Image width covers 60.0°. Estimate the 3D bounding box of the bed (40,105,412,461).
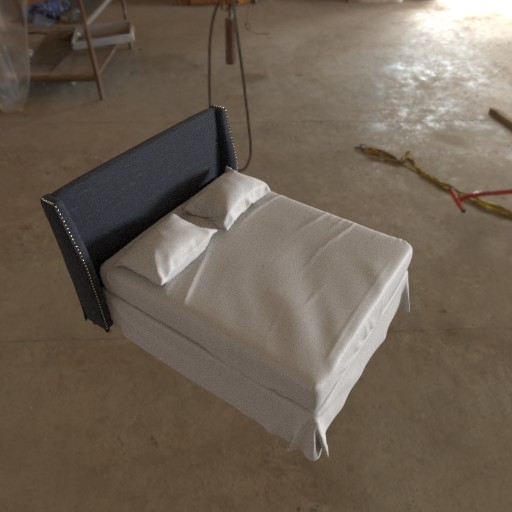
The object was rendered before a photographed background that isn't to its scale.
[{"bbox_3d":[0.000,0.000,3.521,2.276,1.332,1.925,24,47,25],"label":"bed"}]
